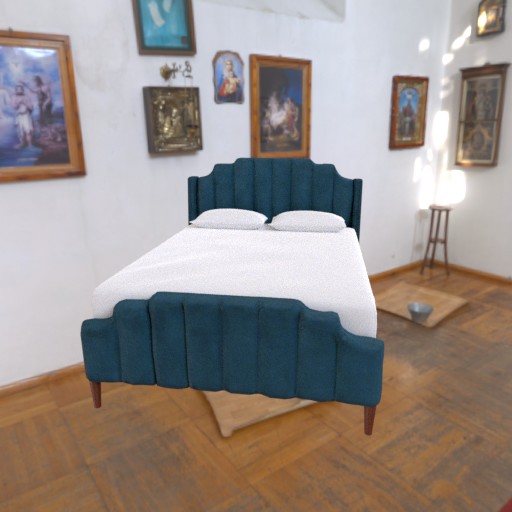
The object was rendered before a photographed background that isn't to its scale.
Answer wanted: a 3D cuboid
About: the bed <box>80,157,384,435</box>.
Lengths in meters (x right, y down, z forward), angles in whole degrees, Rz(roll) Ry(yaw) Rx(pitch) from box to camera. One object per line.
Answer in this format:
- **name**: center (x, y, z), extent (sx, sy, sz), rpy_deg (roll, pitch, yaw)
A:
- **bed**: center (0.000, 0.000, 3.370), extent (1.676, 1.351, 2.322), rpy_deg (2, 16, 9)
